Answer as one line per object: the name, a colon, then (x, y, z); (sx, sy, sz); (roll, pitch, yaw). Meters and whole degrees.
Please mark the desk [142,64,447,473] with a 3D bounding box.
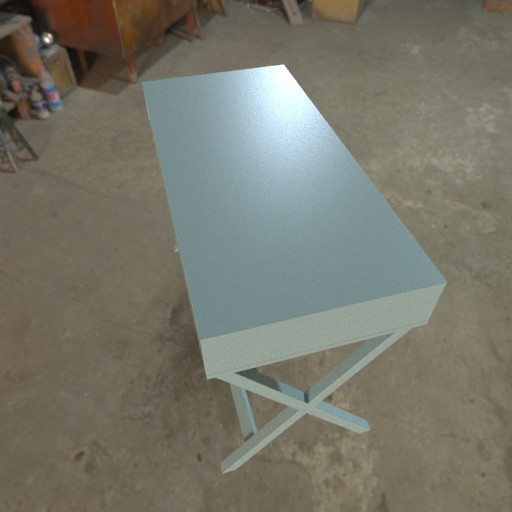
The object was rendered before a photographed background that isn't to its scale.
desk: (0.000, 0.000, 1.479); (0.509, 0.780, 1.059); (-11, 48, -11)
